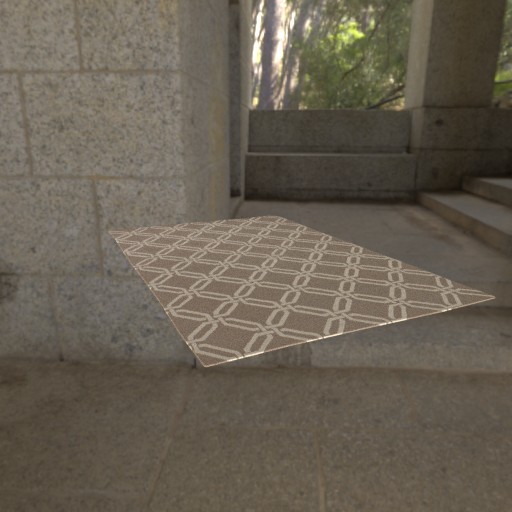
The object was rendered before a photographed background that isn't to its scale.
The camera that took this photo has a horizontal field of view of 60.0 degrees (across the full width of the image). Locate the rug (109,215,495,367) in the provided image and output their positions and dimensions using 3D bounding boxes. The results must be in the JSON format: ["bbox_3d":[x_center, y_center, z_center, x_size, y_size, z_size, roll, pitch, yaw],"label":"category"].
[{"bbox_3d":[0.000,0.000,2.147,1.142,0.010,1.748,-8,18,-25],"label":"rug"}]
